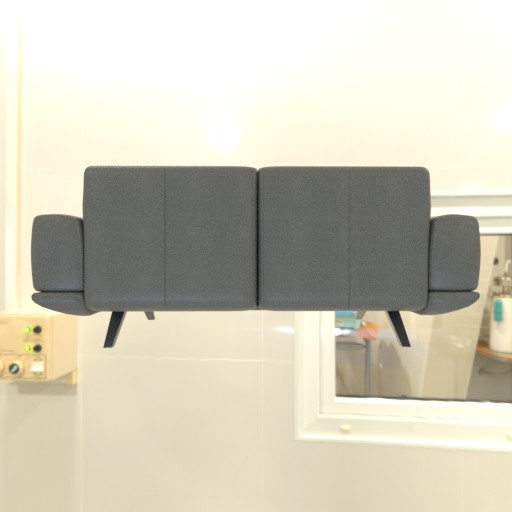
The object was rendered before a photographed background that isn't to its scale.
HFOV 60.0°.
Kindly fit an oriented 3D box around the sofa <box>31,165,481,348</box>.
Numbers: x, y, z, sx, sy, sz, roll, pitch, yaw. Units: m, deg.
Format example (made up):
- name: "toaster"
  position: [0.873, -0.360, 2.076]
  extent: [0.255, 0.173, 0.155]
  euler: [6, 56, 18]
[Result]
- name: "sofa"
  position: [0.000, 0.000, 2.288]
  extent: [1.901, 0.772, 0.900]
  euler: [0, 0, -1]
